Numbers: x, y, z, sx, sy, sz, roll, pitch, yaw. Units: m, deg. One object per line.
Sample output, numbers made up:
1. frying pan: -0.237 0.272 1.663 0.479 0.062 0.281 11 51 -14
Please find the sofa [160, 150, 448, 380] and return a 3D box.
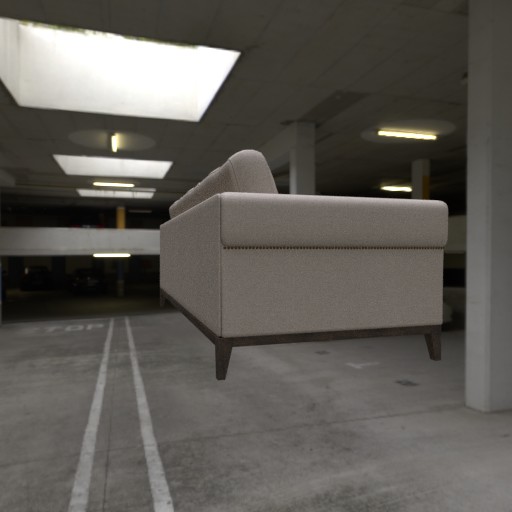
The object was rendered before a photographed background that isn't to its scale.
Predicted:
1. sofa: 0.000 0.000 2.713 0.959 0.838 2.210 0 1 -17
